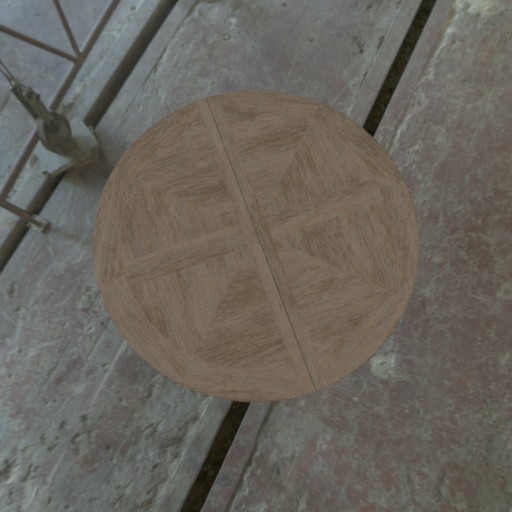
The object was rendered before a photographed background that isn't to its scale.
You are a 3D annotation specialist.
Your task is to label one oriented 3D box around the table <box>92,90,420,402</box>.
[{"bbox_3d":[0.000,0.000,2.162,1.319,0.762,1.319,0,75,0],"label":"table"}]
